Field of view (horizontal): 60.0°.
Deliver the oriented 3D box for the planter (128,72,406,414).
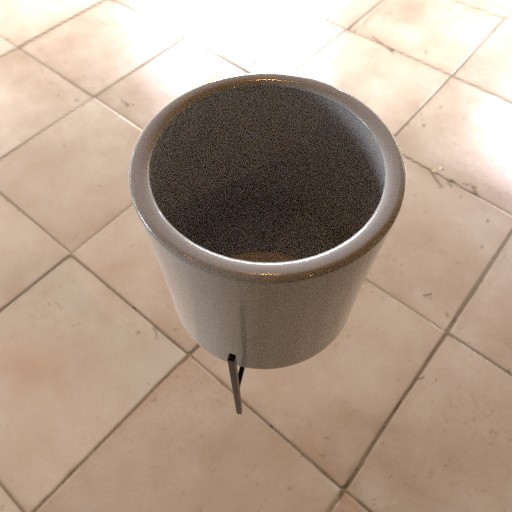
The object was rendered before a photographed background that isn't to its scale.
[{"bbox_3d":[0.000,0.000,0.736,0.361,0.480,0.360,35,65,19],"label":"planter"}]
